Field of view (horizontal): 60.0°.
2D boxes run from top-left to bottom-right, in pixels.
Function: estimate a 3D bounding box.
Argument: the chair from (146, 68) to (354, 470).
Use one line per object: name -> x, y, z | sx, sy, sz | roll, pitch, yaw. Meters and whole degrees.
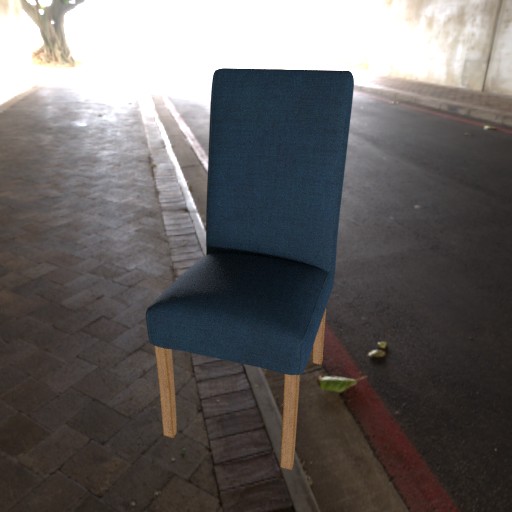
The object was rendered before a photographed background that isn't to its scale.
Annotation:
chair -> 0.000, 0.000, 1.358 | 0.450, 1.029, 0.610 | 8, 27, 16
